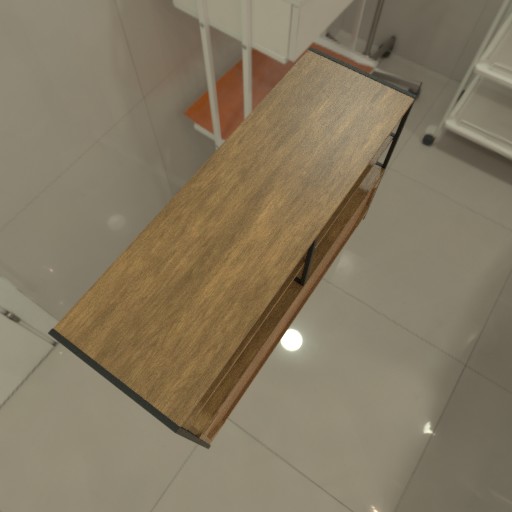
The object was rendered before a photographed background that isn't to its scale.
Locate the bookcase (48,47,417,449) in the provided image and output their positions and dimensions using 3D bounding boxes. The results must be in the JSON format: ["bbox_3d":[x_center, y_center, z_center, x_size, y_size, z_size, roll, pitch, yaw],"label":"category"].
[{"bbox_3d":[0.000,0.000,1.494,0.391,0.712,1.149,32,68,14],"label":"bookcase"}]
